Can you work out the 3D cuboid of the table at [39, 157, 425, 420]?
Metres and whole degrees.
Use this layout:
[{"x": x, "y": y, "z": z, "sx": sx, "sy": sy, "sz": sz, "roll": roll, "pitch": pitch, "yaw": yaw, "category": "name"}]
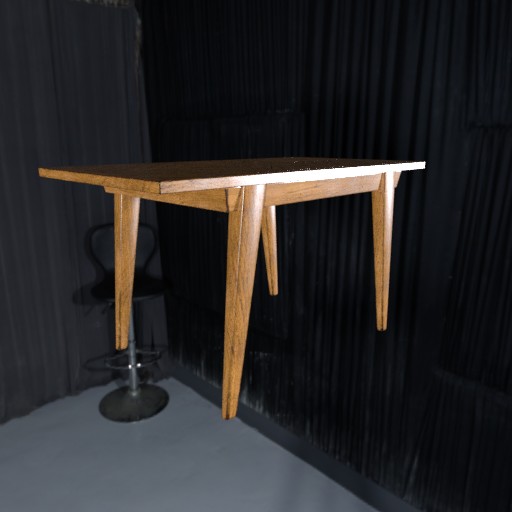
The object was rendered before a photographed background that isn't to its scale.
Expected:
[{"x": 0.000, "y": 0.000, "z": 1.871, "sx": 0.757, "sy": 0.760, "sz": 1.400, "roll": 14, "pitch": 20, "yaw": 43, "category": "table"}]
